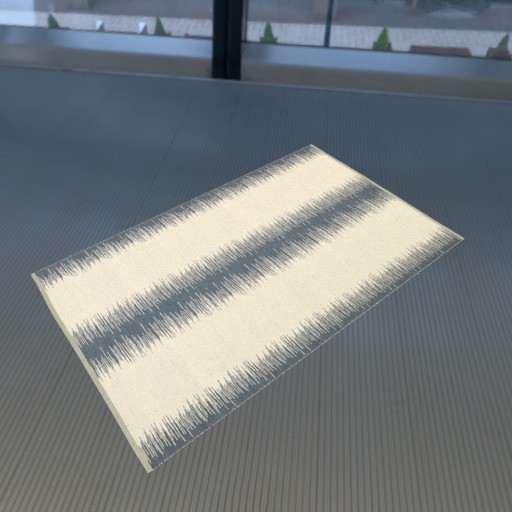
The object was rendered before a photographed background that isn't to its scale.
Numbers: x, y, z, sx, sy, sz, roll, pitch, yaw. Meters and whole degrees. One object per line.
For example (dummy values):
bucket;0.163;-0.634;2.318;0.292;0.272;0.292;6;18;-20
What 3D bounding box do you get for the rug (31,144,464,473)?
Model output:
rug;0.000;0.000;2.922;2.453;0.003;1.519;-30;53;-26
